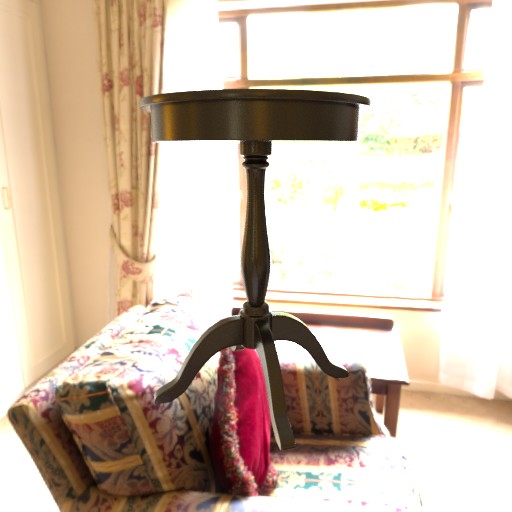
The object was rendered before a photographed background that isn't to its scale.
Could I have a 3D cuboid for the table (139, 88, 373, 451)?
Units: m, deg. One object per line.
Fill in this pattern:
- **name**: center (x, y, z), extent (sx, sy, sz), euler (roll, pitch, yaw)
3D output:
- **table**: center (0.000, 0.000, 1.013), extent (0.481, 0.665, 0.481), euler (0, 14, 0)
